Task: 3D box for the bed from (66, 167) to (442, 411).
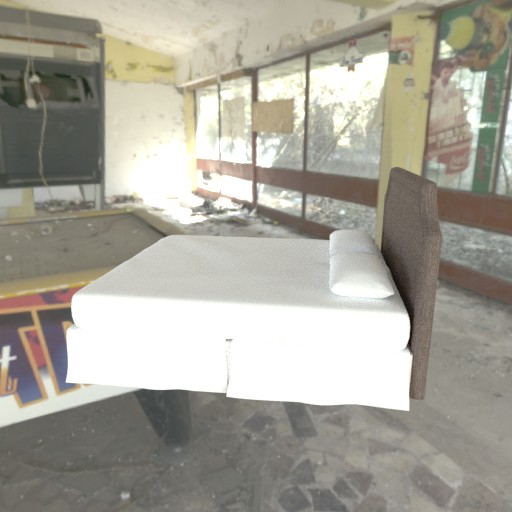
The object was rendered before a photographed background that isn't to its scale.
[{"bbox_3d":[0.000,0.000,4.210,2.773,1.590,2.350,2,15,9],"label":"bed"}]
